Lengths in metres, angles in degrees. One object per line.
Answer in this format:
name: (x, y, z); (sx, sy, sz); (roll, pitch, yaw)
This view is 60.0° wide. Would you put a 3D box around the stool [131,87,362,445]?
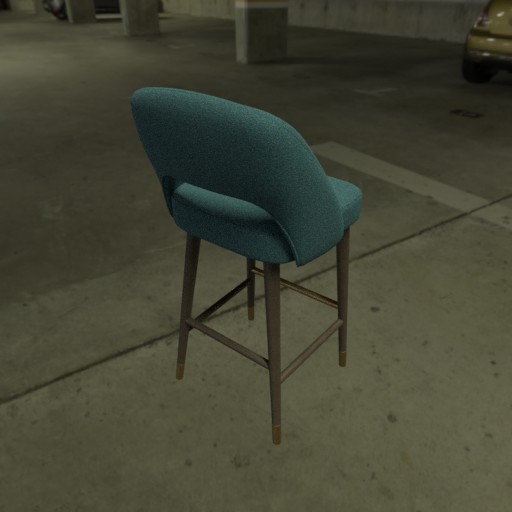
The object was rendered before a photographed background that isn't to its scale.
stool: (0.000, 0.000, 1.347); (0.536, 1.032, 0.522); (22, 38, 32)
